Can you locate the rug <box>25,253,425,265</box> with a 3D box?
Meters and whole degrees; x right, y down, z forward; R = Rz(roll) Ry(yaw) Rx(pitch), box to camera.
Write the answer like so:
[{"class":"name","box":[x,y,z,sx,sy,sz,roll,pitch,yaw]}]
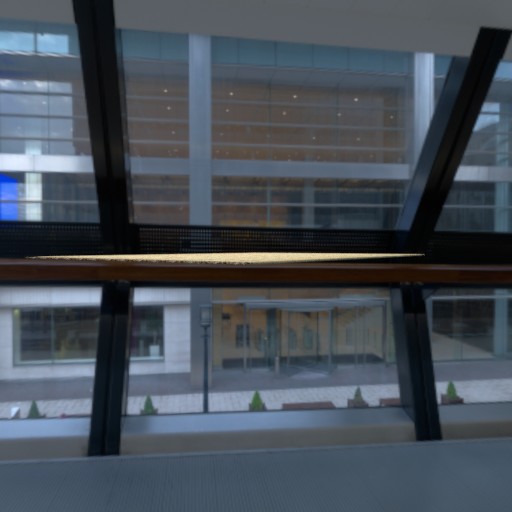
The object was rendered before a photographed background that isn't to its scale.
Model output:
[{"class":"rug","box":[0.000,0.000,2.323,1.247,0.008,1.802,1,1,36]}]
